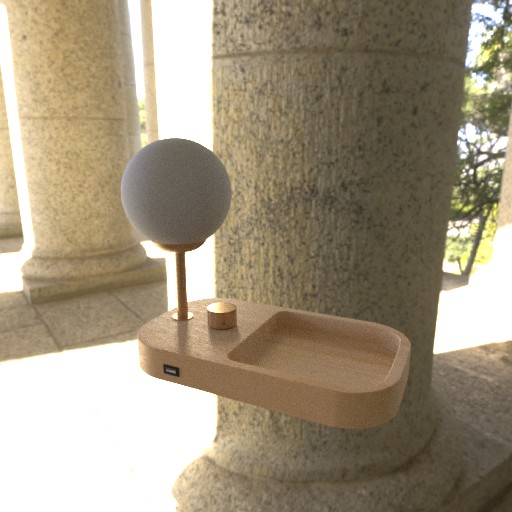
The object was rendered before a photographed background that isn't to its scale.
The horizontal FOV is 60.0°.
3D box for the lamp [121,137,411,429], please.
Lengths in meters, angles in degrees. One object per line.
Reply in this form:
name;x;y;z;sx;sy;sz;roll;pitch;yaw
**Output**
lamp;0.000;0.000;0.486;0.331;0.253;0.173;7;16;25
